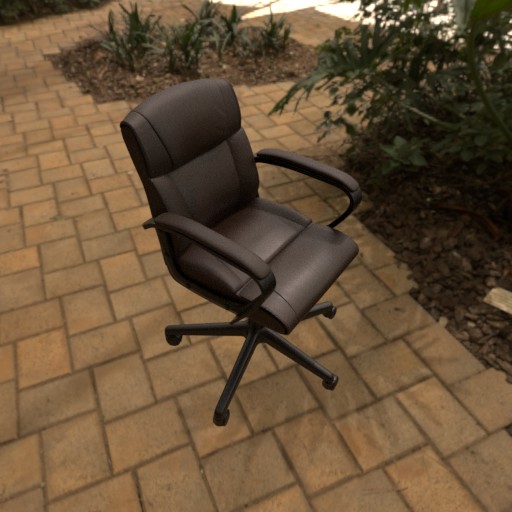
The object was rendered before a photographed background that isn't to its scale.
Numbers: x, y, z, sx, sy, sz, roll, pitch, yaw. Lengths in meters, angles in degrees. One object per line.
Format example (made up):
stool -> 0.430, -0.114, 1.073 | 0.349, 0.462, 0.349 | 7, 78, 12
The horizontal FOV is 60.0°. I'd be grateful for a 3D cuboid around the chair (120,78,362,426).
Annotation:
chair -> 0.000, 0.000, 1.516 | 0.717, 1.004, 0.739 | 26, 46, 27
